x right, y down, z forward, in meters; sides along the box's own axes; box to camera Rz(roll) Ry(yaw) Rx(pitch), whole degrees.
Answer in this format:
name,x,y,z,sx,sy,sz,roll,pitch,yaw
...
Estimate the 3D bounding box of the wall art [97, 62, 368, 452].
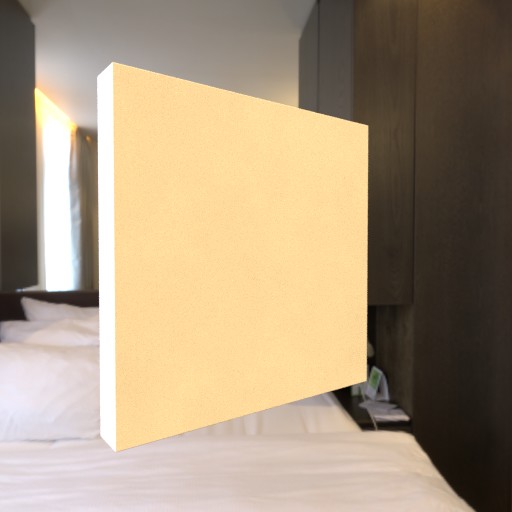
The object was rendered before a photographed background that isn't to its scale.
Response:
name,x,y,z,sx,sy,sz,roll,pitch,yaw
wall art,0.000,0.000,0.452,0.305,0.305,0.038,-1,2,-37
